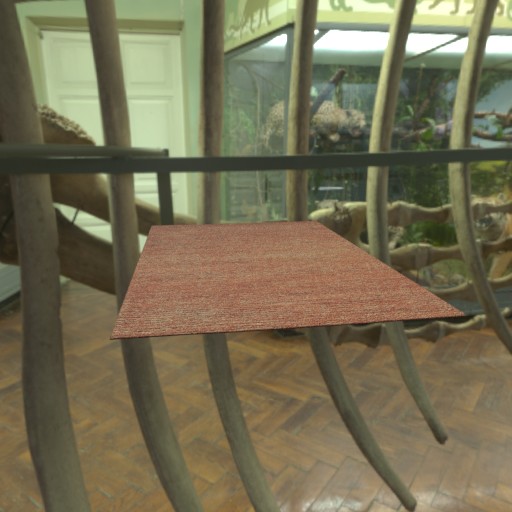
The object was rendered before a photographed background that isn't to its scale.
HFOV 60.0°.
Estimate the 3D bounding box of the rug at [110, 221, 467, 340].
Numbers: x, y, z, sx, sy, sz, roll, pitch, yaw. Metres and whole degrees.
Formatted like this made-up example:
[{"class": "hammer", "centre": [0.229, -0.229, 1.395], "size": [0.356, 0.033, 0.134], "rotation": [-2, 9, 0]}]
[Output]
[{"class": "rug", "centre": [0.000, 0.000, 2.209], "size": [1.139, 0.011, 1.747], "rotation": [-2, 15, -9]}]
